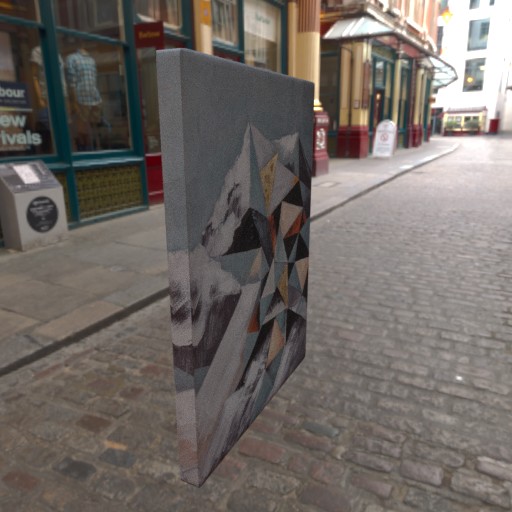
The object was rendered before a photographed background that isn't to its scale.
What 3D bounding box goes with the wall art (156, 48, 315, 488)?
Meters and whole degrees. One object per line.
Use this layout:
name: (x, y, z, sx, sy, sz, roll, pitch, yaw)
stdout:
wall art: (0.000, 0.000, 0.788, 0.037, 0.613, 0.455, 8, 18, 26)
